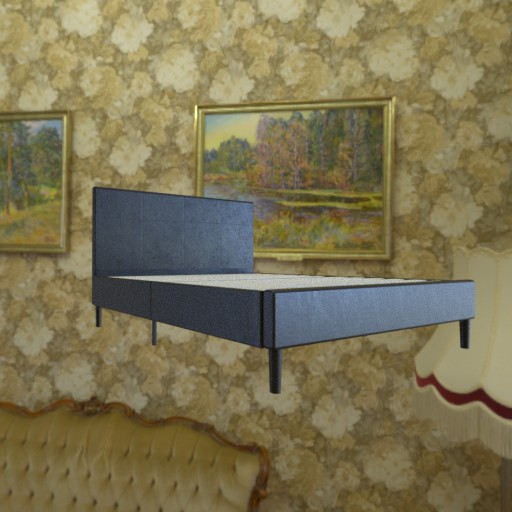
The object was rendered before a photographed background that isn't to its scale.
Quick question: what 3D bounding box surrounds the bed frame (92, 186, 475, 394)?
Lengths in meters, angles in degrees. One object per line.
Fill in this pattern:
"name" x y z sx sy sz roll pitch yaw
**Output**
"bed frame" 0.000 0.000 2.911 1.469 1.046 2.152 0 -1 -37
